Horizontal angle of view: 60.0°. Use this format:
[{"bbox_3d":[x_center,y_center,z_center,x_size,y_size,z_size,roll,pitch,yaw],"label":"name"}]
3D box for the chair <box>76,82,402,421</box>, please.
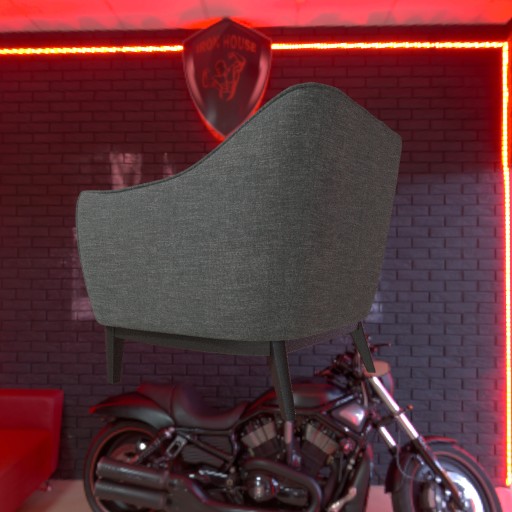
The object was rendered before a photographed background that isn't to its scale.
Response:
[{"bbox_3d":[0.000,0.000,1.525,0.851,0.829,0.870,-1,-1,35],"label":"chair"}]
